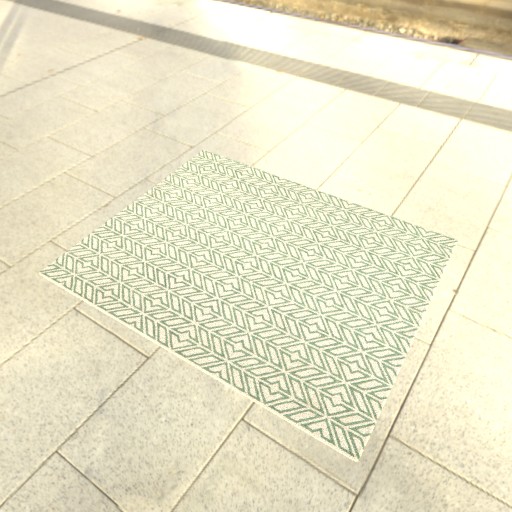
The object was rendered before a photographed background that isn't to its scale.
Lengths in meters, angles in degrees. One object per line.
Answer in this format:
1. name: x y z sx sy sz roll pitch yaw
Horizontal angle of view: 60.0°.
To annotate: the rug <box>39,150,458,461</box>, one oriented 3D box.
1. rug: 0.000 0.000 4.095 3.050 0.017 2.441 24 49 22
